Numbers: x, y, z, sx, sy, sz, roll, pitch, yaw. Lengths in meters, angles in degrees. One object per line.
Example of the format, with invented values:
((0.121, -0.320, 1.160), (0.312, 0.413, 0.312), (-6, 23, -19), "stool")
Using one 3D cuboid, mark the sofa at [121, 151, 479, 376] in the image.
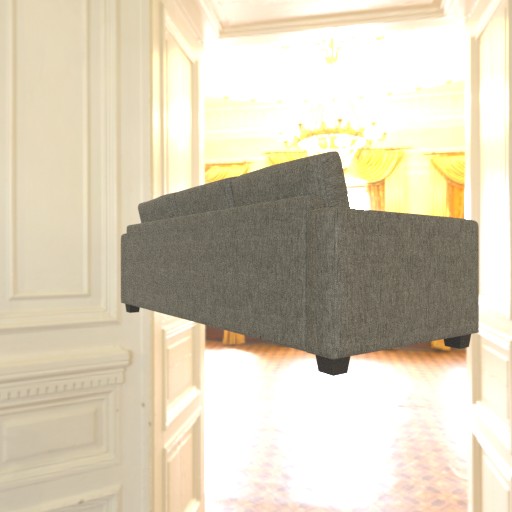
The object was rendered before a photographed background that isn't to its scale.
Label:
((0.000, 0.000, 2.559), (0.900, 0.800, 2.160), (0, 0, -35), "sofa")
